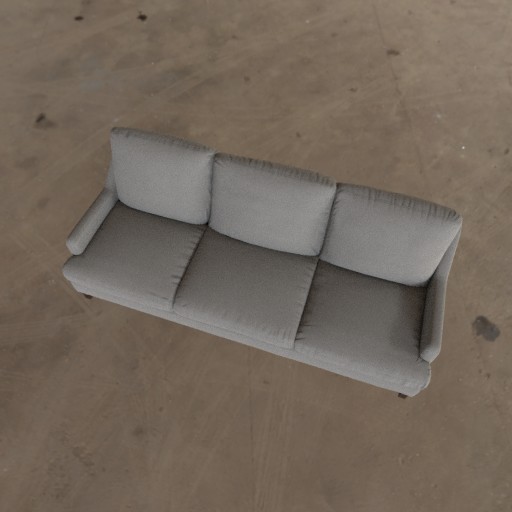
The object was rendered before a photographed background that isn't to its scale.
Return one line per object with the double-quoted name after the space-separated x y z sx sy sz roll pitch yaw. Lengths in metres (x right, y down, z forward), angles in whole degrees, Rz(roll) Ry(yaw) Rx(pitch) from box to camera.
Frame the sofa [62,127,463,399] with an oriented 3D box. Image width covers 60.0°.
0.000 0.000 2.833 2.344 0.926 0.987 16 59 10 "sofa"
